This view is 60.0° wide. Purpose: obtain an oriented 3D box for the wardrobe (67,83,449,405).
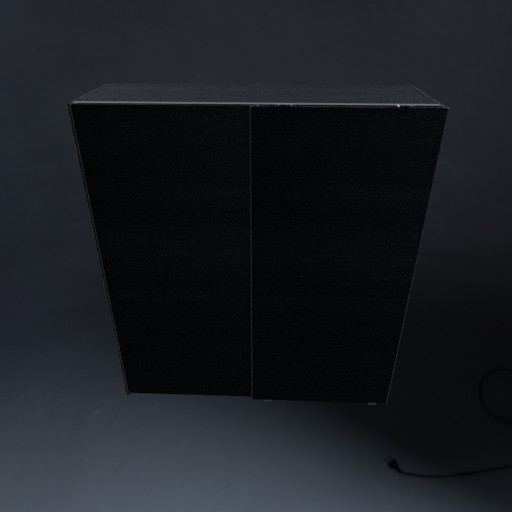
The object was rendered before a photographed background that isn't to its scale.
[{"bbox_3d":[0.000,0.000,2.800,1.780,1.960,0.629,1,30,2],"label":"wardrobe"}]
